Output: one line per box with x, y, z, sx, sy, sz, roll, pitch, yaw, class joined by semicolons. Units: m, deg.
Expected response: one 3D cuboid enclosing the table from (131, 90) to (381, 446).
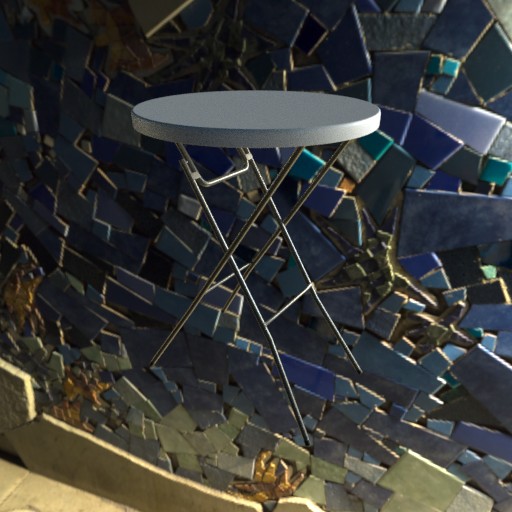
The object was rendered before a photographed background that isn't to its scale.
0.000;0.000;1.697;0.795;1.105;0.792;18;32;31;table
